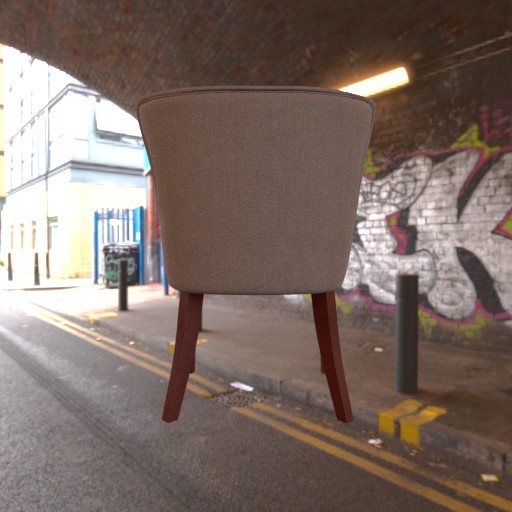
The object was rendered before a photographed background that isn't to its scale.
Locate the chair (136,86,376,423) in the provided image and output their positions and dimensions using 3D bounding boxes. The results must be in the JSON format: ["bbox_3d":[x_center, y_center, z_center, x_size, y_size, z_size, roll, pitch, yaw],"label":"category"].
[{"bbox_3d":[0.000,0.000,1.479,0.732,0.948,0.677,0,1,0],"label":"chair"}]
